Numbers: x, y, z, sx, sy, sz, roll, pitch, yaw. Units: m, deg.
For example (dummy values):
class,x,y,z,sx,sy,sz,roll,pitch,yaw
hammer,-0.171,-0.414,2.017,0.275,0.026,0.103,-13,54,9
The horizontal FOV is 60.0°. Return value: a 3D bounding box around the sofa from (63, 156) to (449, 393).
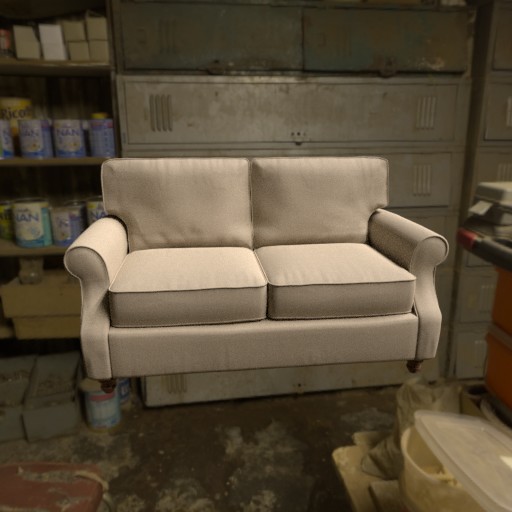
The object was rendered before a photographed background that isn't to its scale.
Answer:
class,x,y,z,sx,sy,sz,roll,pitch,yaw
sofa,0.000,0.000,2.224,1.665,0.937,0.964,-2,16,-7
